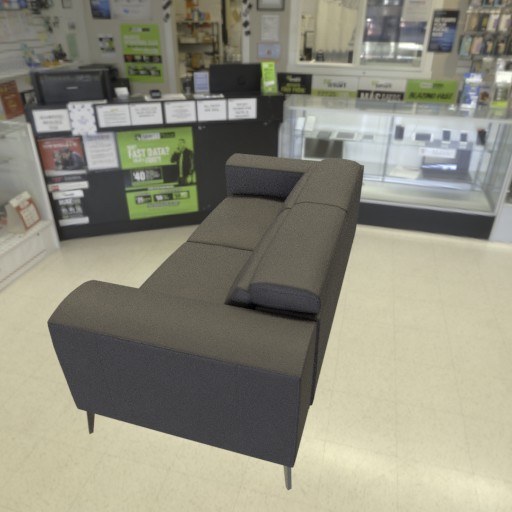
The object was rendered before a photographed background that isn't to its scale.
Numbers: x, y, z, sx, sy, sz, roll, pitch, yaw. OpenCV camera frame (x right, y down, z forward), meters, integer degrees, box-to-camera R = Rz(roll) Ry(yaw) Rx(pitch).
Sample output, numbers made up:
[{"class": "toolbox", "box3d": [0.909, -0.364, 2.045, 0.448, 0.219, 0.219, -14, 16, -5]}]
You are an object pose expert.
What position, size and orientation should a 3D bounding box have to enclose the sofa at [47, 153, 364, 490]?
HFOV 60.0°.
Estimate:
[{"class": "sofa", "box3d": [0.000, 0.000, 2.676, 1.048, 0.814, 2.330, 9, 31, 15]}]
